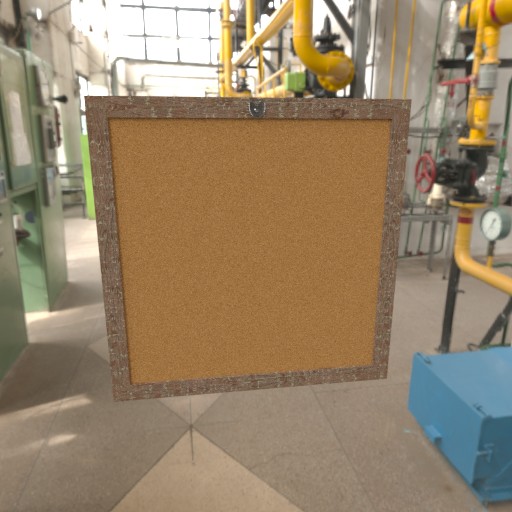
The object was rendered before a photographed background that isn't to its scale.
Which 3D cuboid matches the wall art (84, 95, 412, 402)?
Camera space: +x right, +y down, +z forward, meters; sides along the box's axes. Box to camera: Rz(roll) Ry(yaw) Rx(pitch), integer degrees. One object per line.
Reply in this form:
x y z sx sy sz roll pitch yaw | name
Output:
0.000 0.000 0.570 0.384 0.384 0.012 -2 16 -8 | wall art
